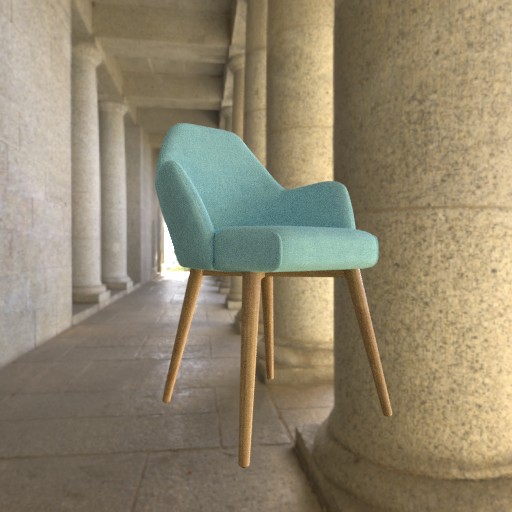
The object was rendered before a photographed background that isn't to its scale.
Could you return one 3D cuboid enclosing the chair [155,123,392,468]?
[{"bbox_3d":[0.000,0.000,1.239,0.590,0.840,0.610,-1,1,-36],"label":"chair"}]
